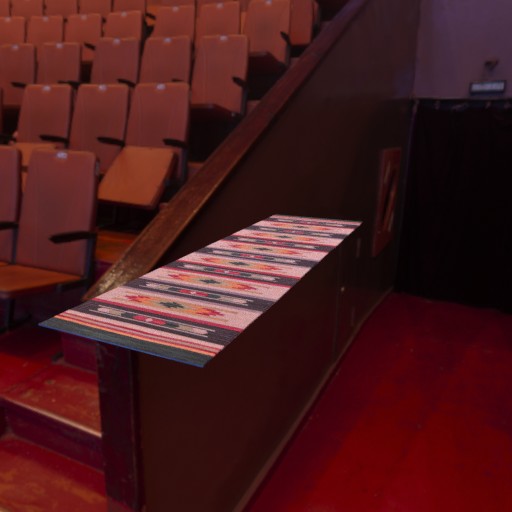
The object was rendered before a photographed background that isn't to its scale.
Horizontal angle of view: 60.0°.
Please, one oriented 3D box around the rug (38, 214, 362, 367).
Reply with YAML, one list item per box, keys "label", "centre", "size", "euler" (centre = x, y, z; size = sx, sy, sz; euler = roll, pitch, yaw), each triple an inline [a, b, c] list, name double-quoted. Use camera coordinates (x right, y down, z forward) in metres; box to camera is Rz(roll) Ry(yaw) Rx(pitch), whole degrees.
- label: "rug"
  centre: [0.000, 0.000, 2.642]
  size: [0.760, 0.009, 2.440]
  euler: [7, 18, 24]
